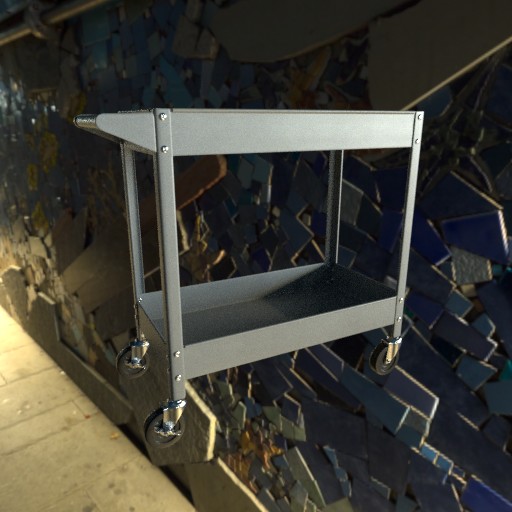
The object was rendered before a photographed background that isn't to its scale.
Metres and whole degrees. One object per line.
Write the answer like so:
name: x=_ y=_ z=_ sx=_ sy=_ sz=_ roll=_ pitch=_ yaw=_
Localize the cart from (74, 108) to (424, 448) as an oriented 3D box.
cart: x=0.000 y=0.000 z=1.156 sx=0.779 sy=0.719 sz=0.366 roll=-9 pitch=19 yaw=-26
